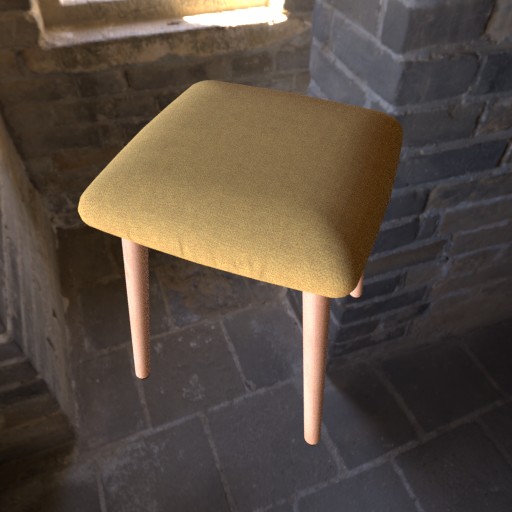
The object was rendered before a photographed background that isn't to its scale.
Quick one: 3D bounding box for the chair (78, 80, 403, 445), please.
[{"bbox_3d":[0.000,0.000,0.708,0.350,0.440,0.350,16,49,14],"label":"chair"}]
